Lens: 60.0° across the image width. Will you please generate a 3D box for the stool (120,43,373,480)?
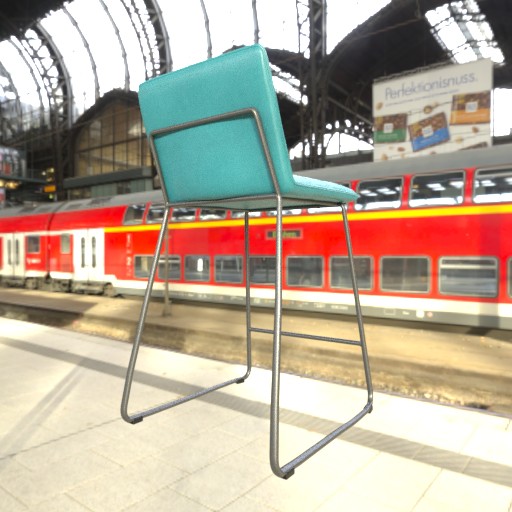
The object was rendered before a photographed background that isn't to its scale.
[{"bbox_3d":[0.000,0.000,1.189,0.489,0.866,0.524,1,1,36],"label":"stool"}]
